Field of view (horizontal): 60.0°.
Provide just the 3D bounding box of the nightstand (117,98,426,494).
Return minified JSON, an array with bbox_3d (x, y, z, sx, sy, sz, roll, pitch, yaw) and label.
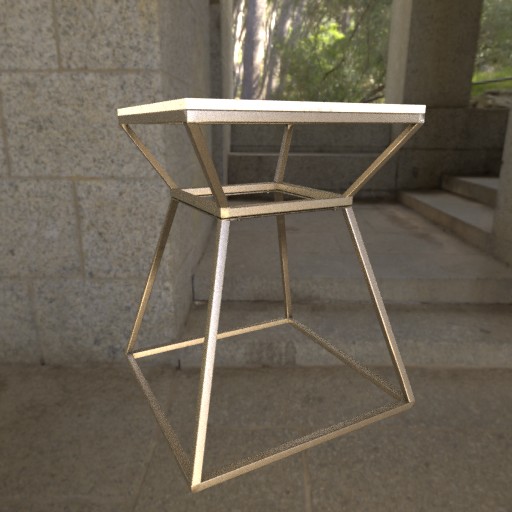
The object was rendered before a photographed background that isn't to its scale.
[{"bbox_3d":[0.000,0.000,0.870,0.455,0.554,0.455,-8,18,-27],"label":"nightstand"}]
